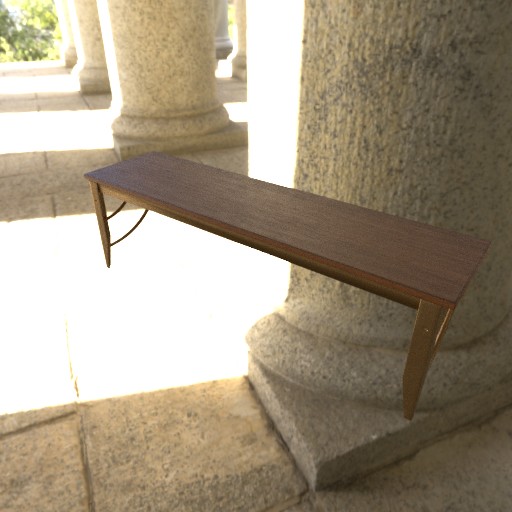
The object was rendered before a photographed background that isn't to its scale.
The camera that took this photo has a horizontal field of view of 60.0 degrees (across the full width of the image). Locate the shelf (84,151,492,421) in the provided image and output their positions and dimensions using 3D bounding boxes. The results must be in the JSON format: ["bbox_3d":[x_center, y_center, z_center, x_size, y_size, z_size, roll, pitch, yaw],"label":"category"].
[{"bbox_3d":[0.000,0.000,0.725,0.636,0.190,0.166,21,37,31],"label":"shelf"}]
